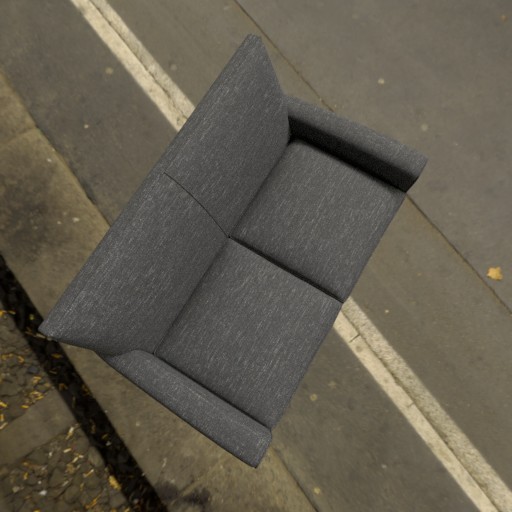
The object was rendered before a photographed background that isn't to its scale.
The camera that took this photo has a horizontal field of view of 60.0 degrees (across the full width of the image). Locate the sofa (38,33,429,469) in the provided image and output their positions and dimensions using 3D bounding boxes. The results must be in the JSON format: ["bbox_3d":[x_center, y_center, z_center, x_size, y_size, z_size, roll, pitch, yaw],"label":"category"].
[{"bbox_3d":[0.000,0.000,1.935,0.875,0.846,1.420,30,78,7],"label":"sofa"}]
